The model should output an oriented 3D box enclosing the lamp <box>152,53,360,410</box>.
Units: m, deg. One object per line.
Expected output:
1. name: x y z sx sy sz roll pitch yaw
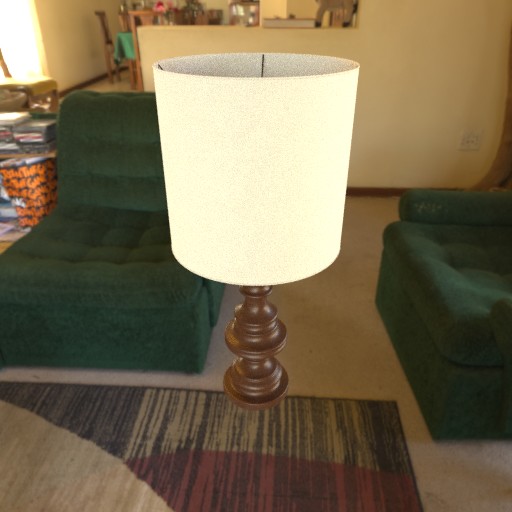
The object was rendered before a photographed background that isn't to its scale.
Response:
1. lamp: 0.000 0.000 0.567 0.208 0.455 0.208 -7 31 -13
